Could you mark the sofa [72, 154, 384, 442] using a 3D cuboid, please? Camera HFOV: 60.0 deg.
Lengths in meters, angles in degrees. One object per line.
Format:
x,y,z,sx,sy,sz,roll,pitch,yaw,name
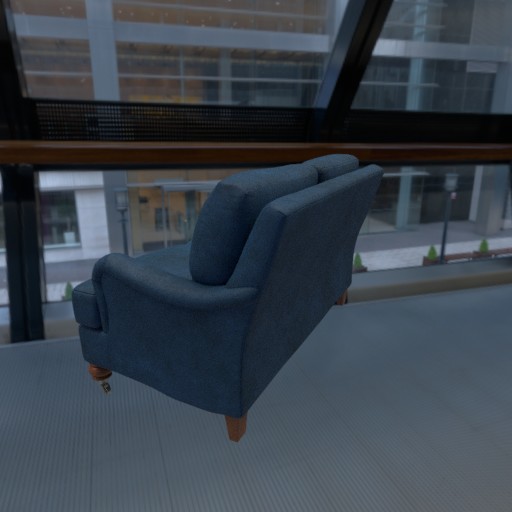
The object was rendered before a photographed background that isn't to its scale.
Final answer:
0.000,0.000,2.583,1.084,1.101,1.853,8,18,25,sofa
